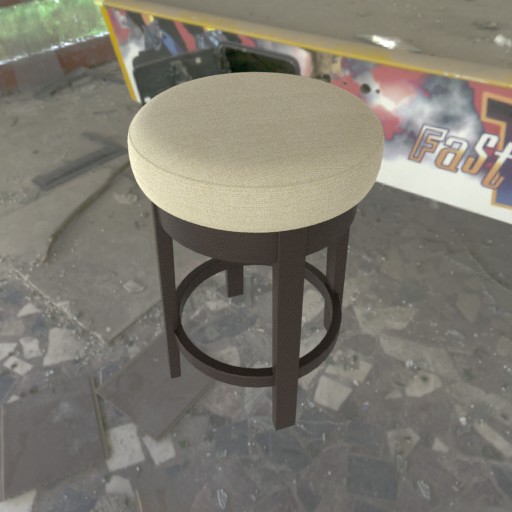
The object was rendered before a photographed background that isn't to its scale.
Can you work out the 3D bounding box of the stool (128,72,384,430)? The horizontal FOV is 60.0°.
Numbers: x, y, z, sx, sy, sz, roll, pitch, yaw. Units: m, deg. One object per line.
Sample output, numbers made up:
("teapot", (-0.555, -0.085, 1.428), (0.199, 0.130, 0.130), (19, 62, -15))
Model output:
("stool", (0.000, 0.000, 0.940), (0.449, 0.655, 0.449), (0, 41, 0))
